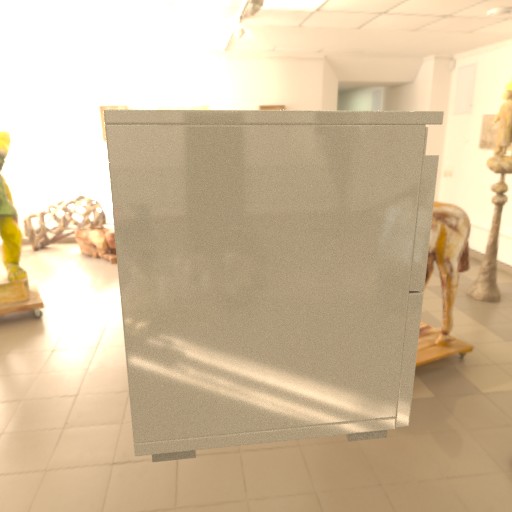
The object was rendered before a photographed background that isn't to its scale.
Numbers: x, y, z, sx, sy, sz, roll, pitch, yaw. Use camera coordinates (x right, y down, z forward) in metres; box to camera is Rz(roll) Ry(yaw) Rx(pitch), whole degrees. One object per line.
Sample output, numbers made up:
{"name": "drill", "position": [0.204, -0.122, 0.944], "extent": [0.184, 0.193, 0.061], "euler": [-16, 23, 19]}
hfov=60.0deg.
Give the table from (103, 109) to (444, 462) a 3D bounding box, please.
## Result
{"name": "table", "position": [0.000, 0.000, 0.775], "extent": [0.400, 0.470, 0.420], "euler": [-2, 16, -8]}
